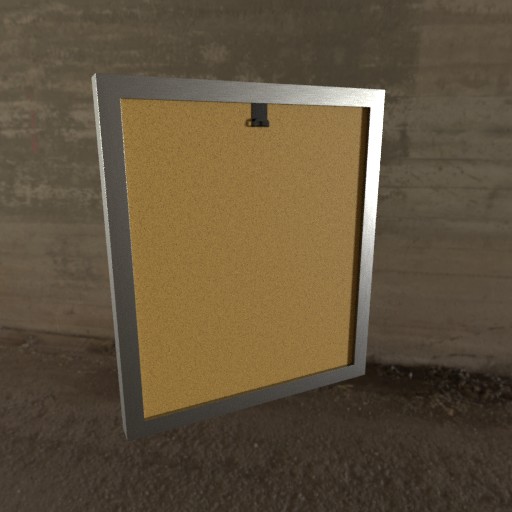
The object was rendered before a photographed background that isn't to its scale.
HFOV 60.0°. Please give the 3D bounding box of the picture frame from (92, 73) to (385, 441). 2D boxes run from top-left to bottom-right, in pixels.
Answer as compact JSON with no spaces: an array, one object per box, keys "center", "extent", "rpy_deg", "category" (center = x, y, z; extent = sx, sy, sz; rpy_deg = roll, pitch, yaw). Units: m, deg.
[{"center":[0.000,0.000,1.330],"extent":[0.839,0.968,0.073],"rpy_deg":[-7,17,-25],"category":"picture frame"}]
